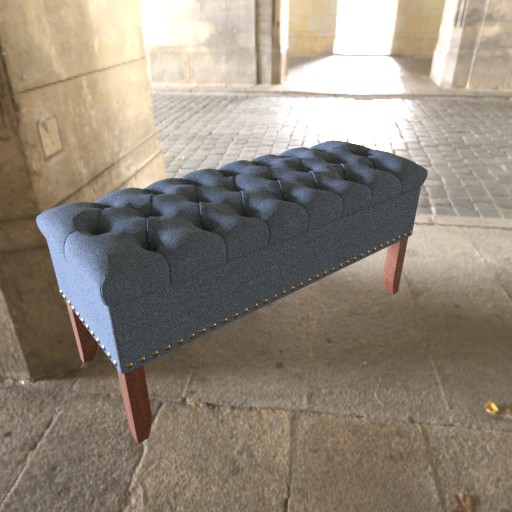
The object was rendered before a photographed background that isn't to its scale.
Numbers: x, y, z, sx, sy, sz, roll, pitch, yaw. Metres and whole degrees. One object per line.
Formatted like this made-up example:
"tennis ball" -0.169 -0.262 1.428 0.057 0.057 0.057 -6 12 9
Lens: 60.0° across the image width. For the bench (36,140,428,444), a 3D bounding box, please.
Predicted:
"bench" 0.000 0.000 1.323 1.052 0.492 0.417 -22 36 -33
